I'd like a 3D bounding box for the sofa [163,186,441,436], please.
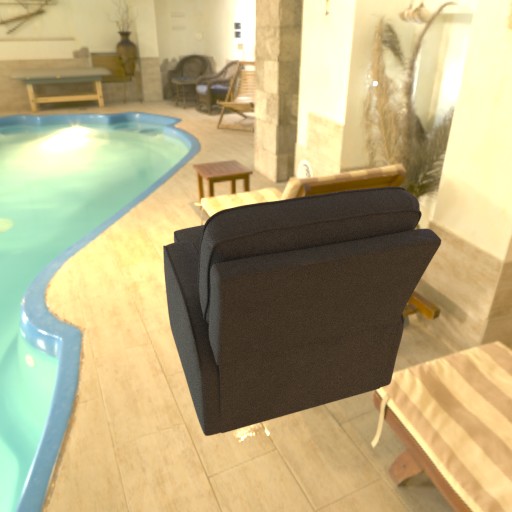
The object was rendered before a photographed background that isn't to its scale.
[{"bbox_3d":[0.000,0.000,2.086,0.861,0.959,1.472,-9,29,-17],"label":"sofa"}]
